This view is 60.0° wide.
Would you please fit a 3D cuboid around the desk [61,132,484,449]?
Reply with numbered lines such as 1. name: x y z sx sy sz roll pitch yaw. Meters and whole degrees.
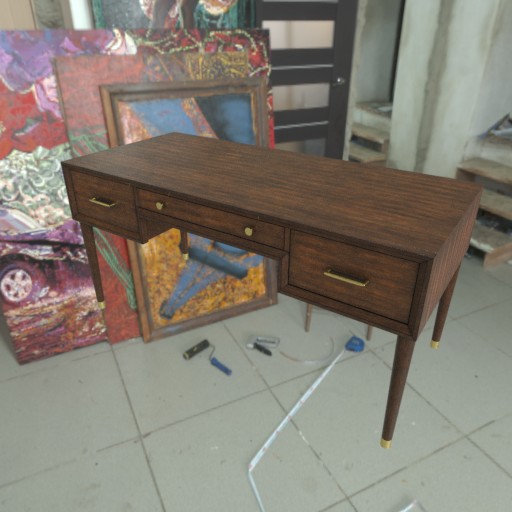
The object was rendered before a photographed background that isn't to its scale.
1. desk: 0.000 0.000 1.962 1.575 0.762 0.724 18 33 30
